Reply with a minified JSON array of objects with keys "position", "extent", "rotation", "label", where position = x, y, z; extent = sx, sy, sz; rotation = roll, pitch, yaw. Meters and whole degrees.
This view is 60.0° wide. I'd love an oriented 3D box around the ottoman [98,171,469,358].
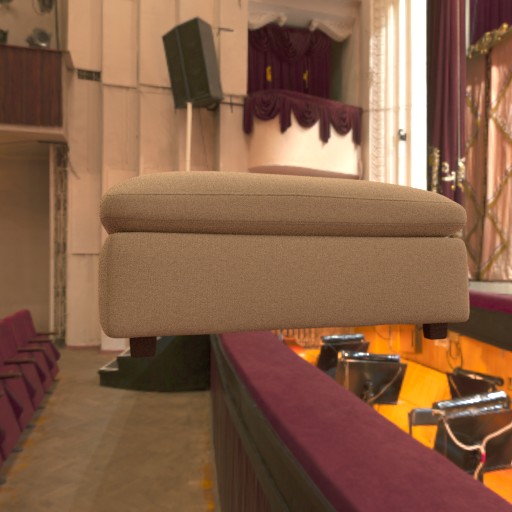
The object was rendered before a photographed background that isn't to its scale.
[{"position":[0.000,0.000,1.527],"extent":[0.996,0.467,0.977],"rotation":[0,-1,-17],"label":"ottoman"}]
